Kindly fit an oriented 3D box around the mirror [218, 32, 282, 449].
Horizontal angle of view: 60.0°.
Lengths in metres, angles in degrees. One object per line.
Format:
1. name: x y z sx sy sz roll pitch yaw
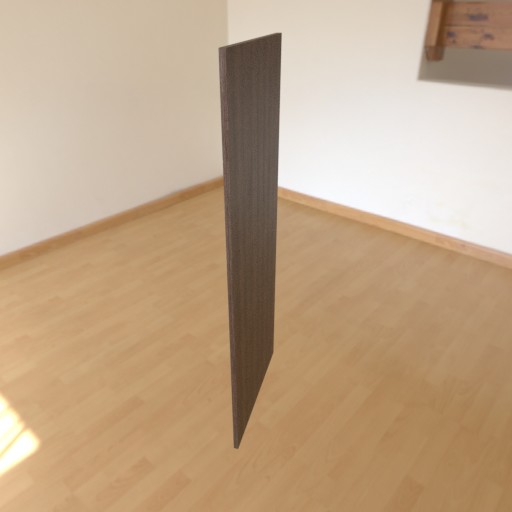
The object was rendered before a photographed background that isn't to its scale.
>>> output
1. mirror: 0.000 0.000 2.304 0.025 2.032 0.812 8 31 14
